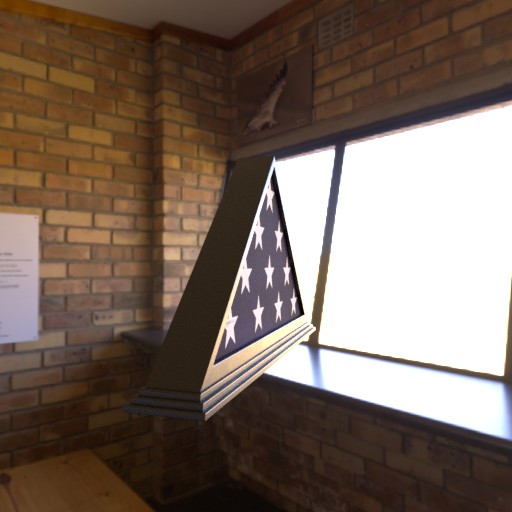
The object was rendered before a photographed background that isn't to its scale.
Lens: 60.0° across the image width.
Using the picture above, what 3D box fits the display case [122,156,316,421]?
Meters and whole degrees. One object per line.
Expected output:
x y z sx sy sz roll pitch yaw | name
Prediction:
0.000 0.000 0.761 0.095 0.340 0.640 0 -1 17 | display case
